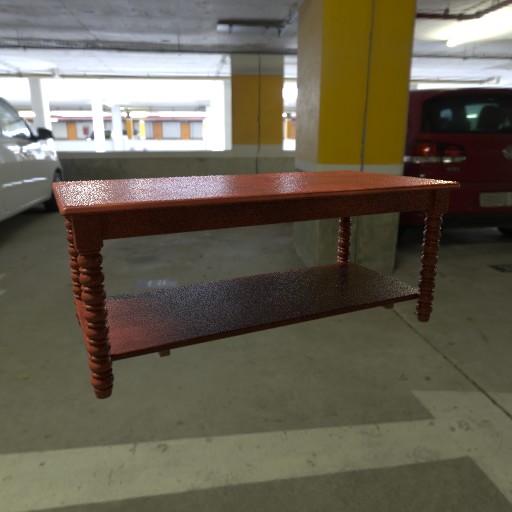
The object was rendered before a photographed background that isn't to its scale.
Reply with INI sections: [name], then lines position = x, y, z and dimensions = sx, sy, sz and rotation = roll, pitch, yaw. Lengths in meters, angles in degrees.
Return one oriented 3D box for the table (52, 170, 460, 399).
[table]
position = 0.000, 0.000, 1.470
dimensions = 1.171, 0.485, 0.580
rotation = -7, 17, -25
